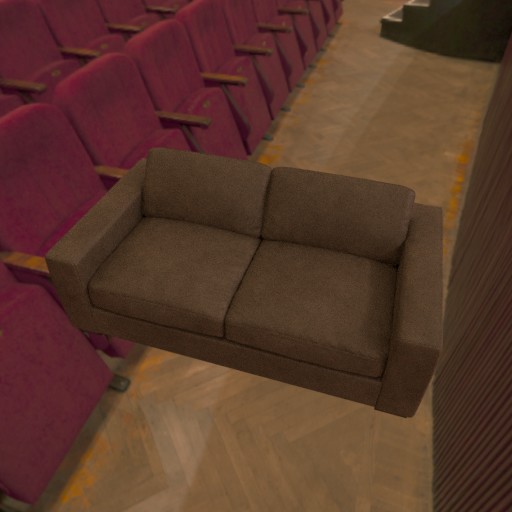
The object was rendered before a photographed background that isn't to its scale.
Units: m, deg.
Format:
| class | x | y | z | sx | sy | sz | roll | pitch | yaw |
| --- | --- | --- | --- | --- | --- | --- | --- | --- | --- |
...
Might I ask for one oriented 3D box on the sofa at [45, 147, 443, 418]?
| class | x | y | z | sx | sy | sz | roll | pitch | yaw |
| --- | --- | --- | --- | --- | --- | --- | --- | --- | --- |
| sofa | 0.000 | 0.000 | 2.466 | 1.920 | 0.800 | 1.070 | 12 | 43 | 13 |
